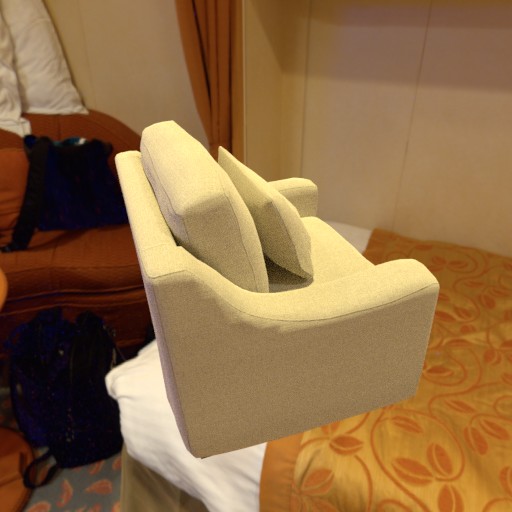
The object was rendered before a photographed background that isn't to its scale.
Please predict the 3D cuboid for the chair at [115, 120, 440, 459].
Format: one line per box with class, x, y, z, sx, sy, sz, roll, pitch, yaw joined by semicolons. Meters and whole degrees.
chair;0.000;0.000;1.914;1.009;1.016;1.178;-10;31;-17
